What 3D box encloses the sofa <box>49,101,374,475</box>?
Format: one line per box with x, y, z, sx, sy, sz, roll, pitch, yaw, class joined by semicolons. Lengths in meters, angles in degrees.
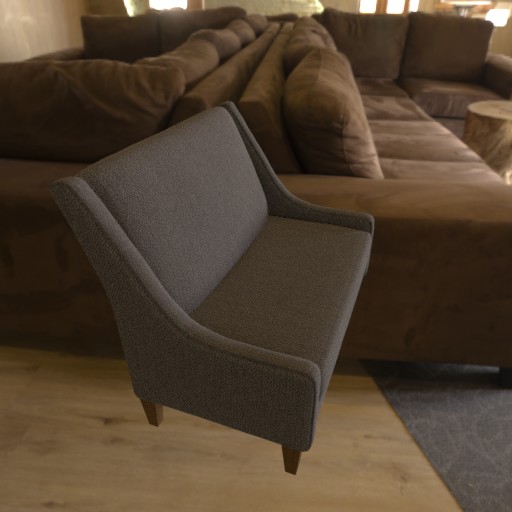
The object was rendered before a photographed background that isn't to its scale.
0.000;0.000;1.913;0.873;1.022;1.242;11;33;18;sofa
